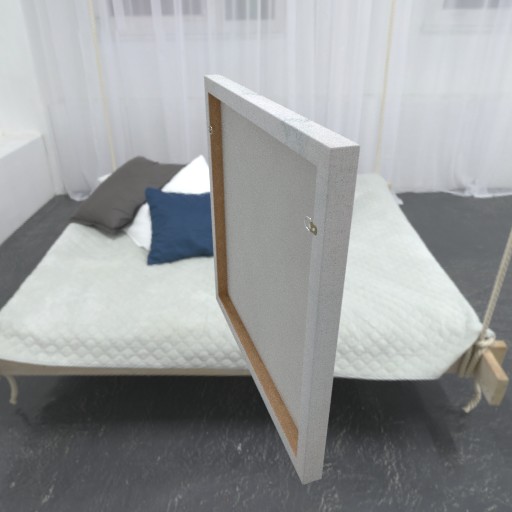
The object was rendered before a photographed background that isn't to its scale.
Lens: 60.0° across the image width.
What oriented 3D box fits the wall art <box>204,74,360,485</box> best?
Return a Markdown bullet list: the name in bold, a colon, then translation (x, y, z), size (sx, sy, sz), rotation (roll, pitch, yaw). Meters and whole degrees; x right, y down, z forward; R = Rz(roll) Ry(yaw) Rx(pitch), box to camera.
- **wall art**: translation (0.000, 0.000, 0.900), size (0.040, 0.612, 0.612), rotation (-10, 31, -17)
